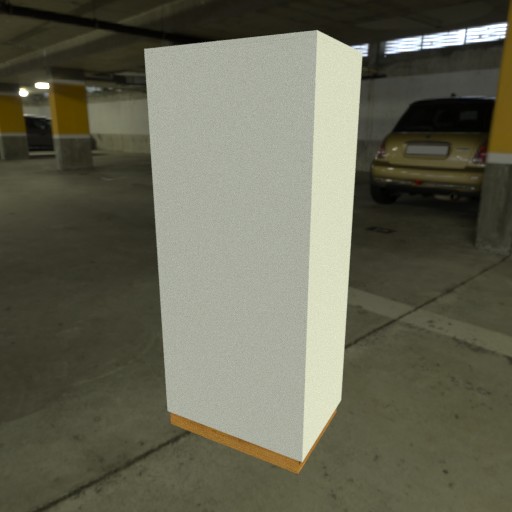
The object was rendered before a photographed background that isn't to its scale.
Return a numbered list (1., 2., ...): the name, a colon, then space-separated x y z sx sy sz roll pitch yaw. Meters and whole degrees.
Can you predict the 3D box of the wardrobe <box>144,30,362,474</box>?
1. wardrobe: 0.000 0.000 2.403 0.860 2.040 0.600 9 18 28
